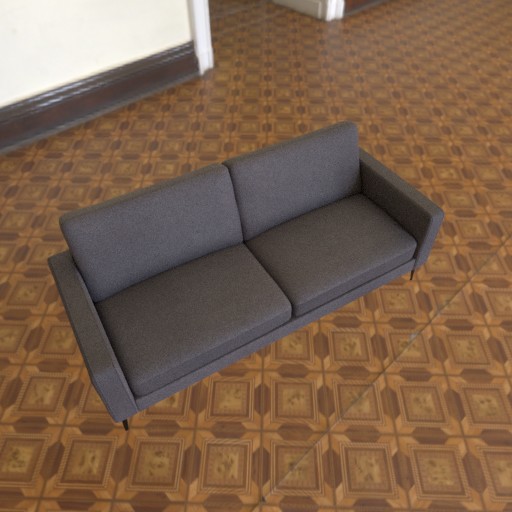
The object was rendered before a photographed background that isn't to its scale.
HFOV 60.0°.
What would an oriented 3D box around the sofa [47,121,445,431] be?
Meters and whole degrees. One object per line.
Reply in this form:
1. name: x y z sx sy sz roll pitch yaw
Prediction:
1. sofa: 0.000 0.000 2.374 1.925 0.828 0.774 -23 51 -20
